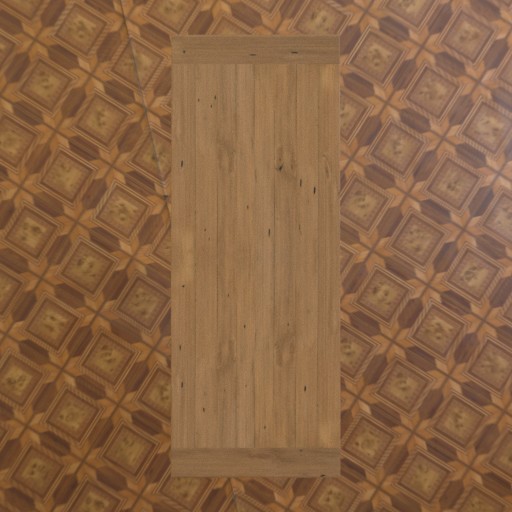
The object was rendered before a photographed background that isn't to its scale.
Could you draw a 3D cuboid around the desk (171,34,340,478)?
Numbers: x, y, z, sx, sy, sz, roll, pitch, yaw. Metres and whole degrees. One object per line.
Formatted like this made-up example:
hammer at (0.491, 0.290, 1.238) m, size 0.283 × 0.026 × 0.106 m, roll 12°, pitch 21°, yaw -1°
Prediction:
desk at (0.000, 0.000, 2.186) m, size 0.688 × 0.762 × 1.803 m, roll 0°, pitch 90°, yaw 0°
